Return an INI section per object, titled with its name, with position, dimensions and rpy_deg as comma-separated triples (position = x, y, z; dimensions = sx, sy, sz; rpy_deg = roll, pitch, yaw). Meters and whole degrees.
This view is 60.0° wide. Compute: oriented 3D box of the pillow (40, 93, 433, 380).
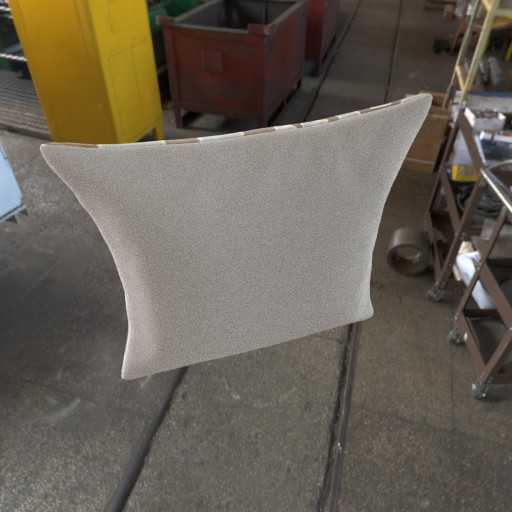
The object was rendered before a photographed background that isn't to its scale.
[pillow]
position = 0.000, 0.000, 0.767
dimensions = 0.552, 0.508, 0.166
rpy_deg = -12, 43, -13
